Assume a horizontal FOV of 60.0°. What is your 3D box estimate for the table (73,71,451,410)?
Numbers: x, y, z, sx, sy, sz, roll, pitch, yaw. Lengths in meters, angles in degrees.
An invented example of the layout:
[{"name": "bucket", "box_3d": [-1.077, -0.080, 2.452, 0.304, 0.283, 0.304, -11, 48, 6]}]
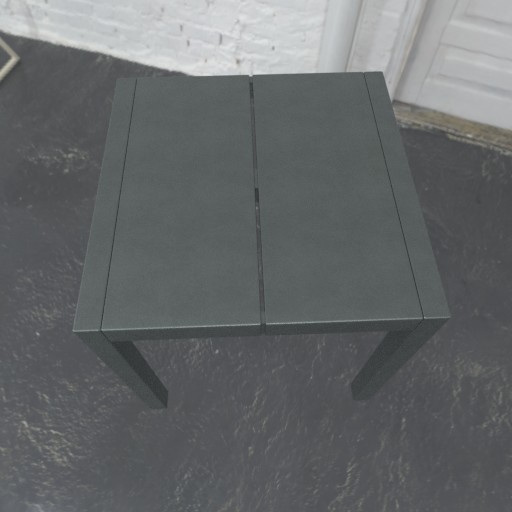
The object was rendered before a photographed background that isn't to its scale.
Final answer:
[{"name": "table", "box_3d": [0.000, 0.000, 0.936, 0.508, 0.508, 0.508, -2, 60, -1]}]
